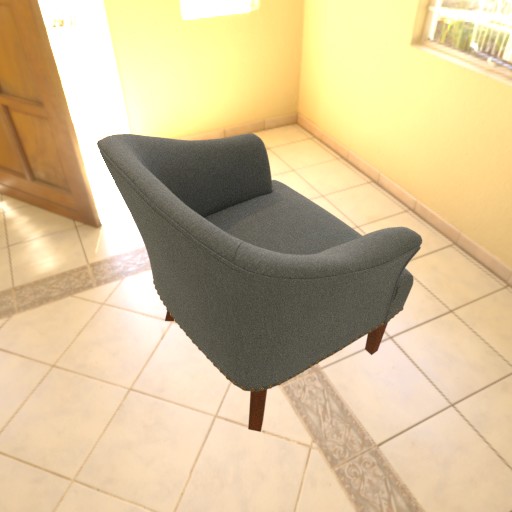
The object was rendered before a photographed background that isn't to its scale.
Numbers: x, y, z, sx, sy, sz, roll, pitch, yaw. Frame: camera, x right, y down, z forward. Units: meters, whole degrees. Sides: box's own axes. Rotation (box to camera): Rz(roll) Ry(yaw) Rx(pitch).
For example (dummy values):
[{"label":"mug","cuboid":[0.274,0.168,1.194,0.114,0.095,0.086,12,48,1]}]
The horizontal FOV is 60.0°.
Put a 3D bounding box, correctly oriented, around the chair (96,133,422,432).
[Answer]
[{"label":"chair","cuboid":[0.000,0.000,1.401,0.704,0.815,0.798,-26,47,-26]}]
